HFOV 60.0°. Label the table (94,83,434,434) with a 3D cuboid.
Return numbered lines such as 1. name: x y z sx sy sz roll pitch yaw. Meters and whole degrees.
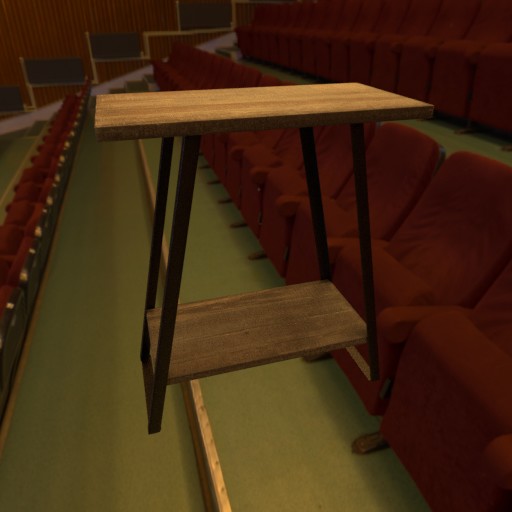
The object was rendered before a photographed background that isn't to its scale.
1. table: 0.000 0.000 1.039 0.599 0.701 0.300 -8 30 -15
